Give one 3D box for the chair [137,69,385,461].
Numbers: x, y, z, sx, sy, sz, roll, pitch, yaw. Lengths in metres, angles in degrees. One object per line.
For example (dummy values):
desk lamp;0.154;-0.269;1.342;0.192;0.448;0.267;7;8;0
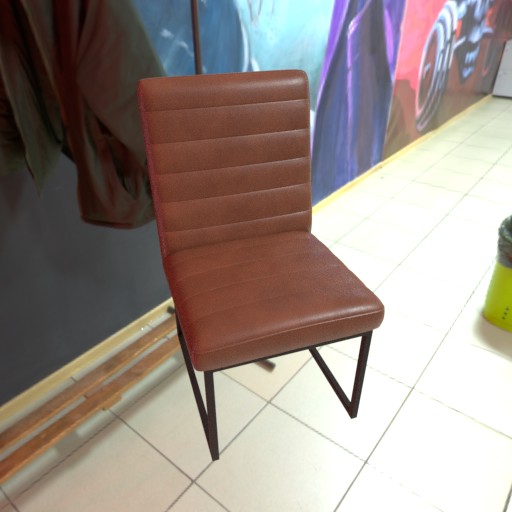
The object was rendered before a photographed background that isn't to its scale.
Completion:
chair;0.000;0.000;1.312;0.520;0.930;0.634;-10;34;-16
